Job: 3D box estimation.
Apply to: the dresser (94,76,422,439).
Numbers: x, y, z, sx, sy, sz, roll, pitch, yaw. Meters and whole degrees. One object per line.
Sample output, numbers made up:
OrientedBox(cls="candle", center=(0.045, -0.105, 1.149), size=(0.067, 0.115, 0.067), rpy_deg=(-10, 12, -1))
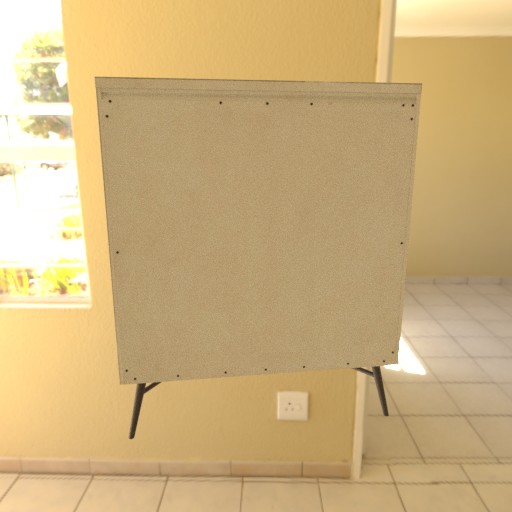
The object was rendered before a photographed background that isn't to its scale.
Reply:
OrientedBox(cls="dresser", center=(0.000, 0.000, 1.720), size=(1.016, 1.219, 0.457), rpy_deg=(-2, 14, -8))
